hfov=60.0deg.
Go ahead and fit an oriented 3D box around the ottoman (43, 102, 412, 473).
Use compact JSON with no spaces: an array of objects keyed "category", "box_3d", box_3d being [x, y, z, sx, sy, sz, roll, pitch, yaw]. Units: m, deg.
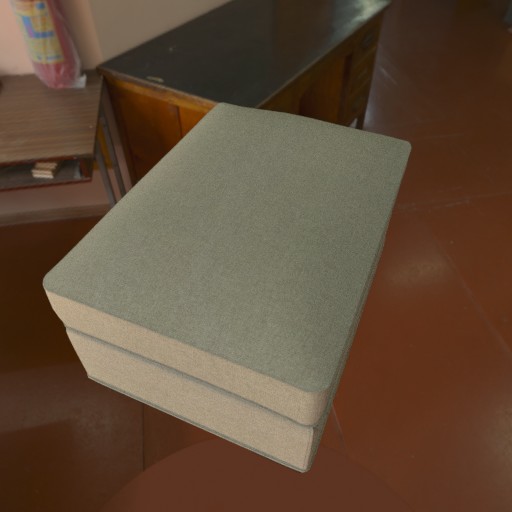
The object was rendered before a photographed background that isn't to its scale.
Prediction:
[{"category":"ottoman","box_3d":[0.000,0.000,1.213,0.619,0.504,0.843,17,49,16]}]
